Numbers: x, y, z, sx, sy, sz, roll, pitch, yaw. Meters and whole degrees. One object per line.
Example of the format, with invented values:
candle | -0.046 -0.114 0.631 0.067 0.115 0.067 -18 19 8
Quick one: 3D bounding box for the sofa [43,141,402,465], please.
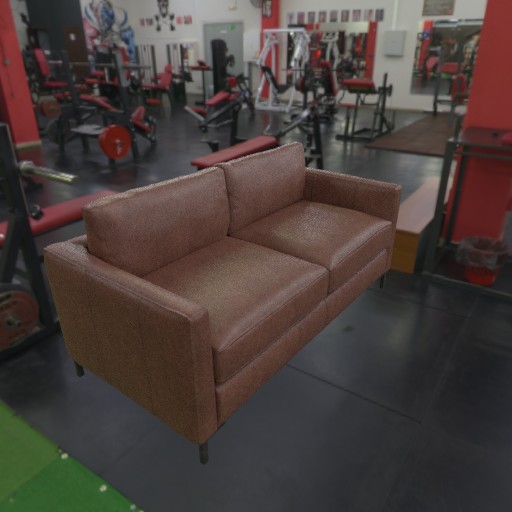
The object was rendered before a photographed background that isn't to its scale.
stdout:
sofa | 0.000 0.000 2.302 0.899 0.883 1.797 18 31 33
